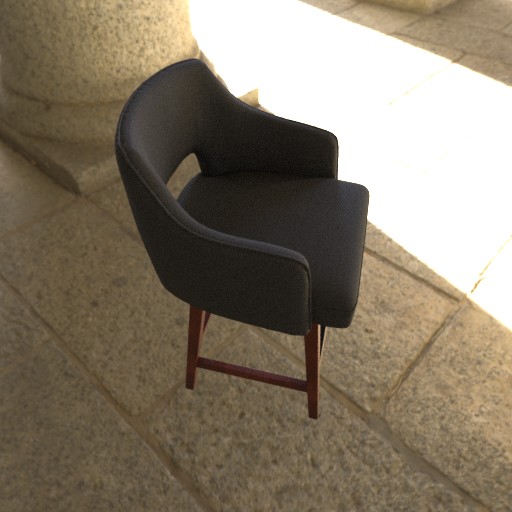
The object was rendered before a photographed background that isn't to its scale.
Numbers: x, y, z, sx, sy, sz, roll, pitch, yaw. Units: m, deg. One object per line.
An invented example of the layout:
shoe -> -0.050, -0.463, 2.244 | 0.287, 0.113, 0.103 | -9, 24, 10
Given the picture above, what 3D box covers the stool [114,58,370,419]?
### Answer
stool -> 0.000, 0.000, 1.236 | 0.558, 0.912, 0.548 | 10, 47, 10
